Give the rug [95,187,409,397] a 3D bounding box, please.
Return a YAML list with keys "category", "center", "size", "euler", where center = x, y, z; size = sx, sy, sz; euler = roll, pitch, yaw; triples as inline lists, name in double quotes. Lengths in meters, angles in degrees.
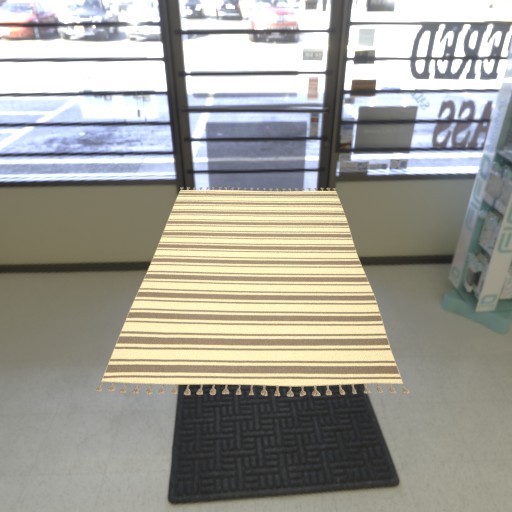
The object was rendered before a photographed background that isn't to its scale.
- category: "rug"
  center: [0.000, 0.000, 2.611]
  size: [1.229, 0.011, 2.096]
  euler: [0, 31, 1]
